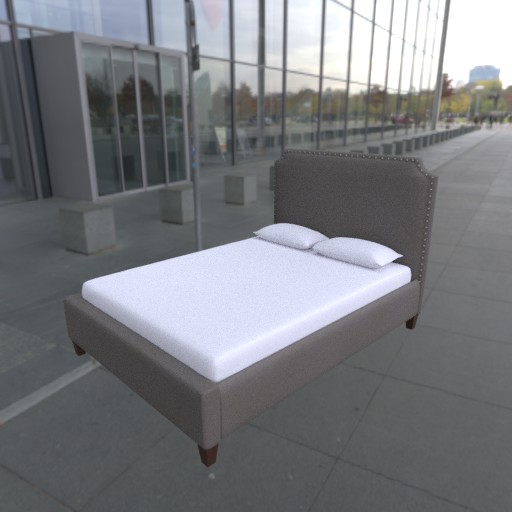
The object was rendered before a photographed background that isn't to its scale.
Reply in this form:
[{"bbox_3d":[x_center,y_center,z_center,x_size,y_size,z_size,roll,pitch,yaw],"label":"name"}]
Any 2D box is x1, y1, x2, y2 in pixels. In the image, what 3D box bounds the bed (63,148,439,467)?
[{"bbox_3d":[0.000,0.000,3.419,2.372,1.443,1.712,-17,24,-42],"label":"bed"}]
